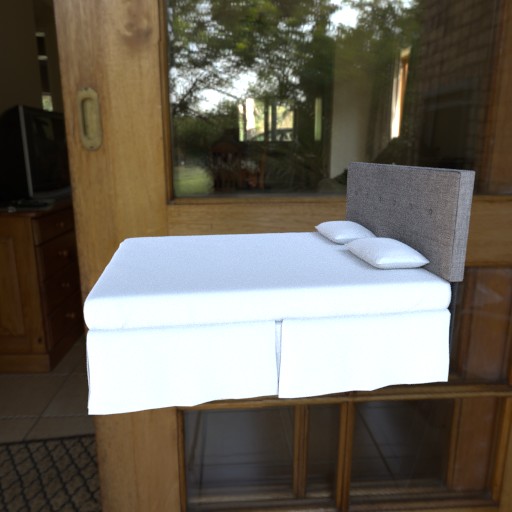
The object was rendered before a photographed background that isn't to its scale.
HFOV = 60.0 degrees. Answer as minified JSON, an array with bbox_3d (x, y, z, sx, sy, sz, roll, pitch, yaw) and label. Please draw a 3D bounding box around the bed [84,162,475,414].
[{"bbox_3d":[0.000,0.000,2.946,1.958,1.168,1.621,-2,14,-9],"label":"bed"}]
